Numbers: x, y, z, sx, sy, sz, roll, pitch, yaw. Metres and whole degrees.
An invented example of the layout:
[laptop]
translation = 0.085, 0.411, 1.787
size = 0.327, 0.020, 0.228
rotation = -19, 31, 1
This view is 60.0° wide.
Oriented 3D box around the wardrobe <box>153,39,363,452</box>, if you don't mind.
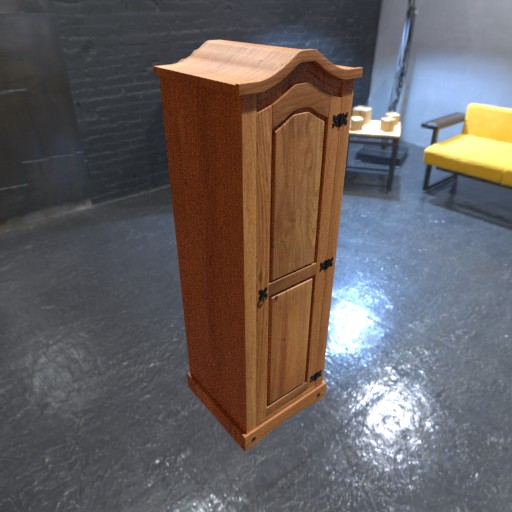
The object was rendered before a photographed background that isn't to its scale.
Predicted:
[wardrobe]
translation = 0.000, 0.000, 2.156
size = 0.590, 1.870, 0.570
rotation = -22, 37, -32
